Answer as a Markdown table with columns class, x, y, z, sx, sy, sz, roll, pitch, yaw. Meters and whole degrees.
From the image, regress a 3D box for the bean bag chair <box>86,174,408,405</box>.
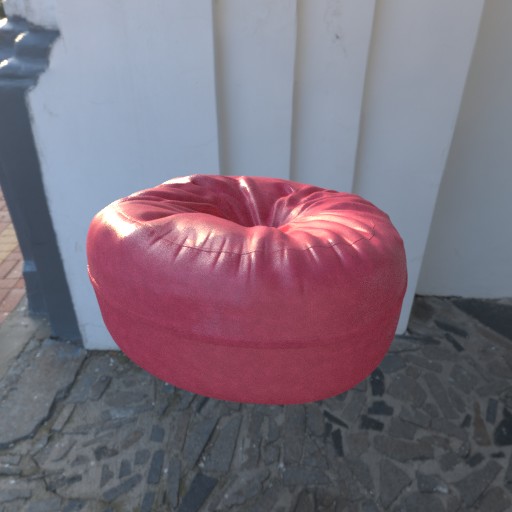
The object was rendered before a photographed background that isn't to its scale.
| class | x | y | z | sx | sy | sz | roll | pitch | yaw |
| --- | --- | --- | --- | --- | --- | --- | --- | --- | --- |
| bean bag chair | 0.000 | 0.000 | 2.347 | 1.524 | 0.878 | 1.524 | 10 | 33 | 15 |
